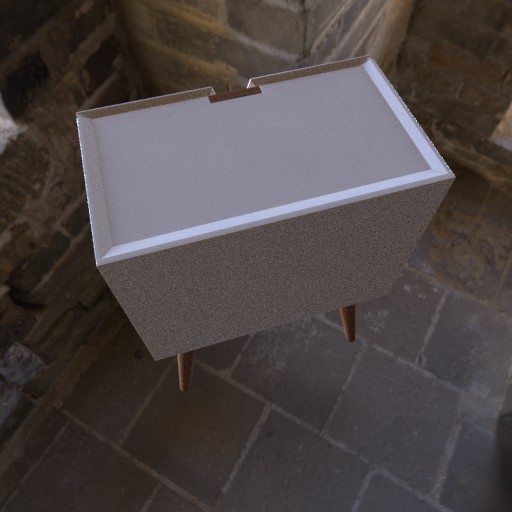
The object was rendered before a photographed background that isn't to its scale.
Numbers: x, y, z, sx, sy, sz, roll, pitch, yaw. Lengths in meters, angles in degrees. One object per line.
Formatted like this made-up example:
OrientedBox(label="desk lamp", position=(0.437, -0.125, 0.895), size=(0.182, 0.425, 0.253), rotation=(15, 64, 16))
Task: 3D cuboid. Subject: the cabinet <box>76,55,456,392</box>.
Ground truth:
OrientedBox(label="cabinet", position=(0.000, 0.000, 1.106), size=(0.591, 0.772, 0.344), rotation=(-14, 60, -9))
